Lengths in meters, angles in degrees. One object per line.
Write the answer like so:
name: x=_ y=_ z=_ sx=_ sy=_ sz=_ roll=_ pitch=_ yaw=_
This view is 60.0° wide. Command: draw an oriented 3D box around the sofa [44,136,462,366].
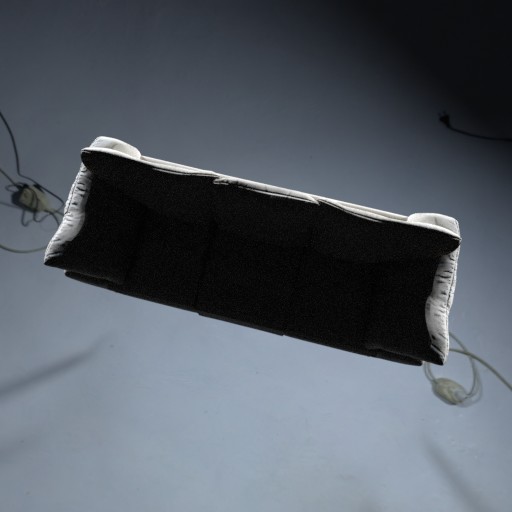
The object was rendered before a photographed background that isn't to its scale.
sofa: x=0.000 y=0.000 z=2.827 sx=2.334 sy=0.996 sz=0.878 roll=14 pitch=76 yaw=3
